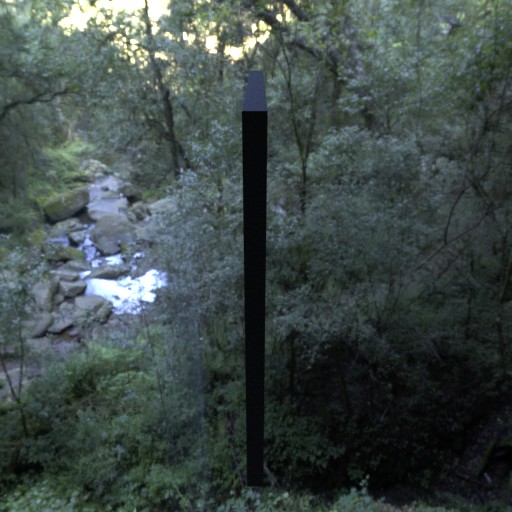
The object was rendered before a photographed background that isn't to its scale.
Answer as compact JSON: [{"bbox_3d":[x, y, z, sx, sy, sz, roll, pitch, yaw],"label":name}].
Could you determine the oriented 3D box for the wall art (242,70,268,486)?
[{"bbox_3d":[0.000,0.000,0.694,0.023,0.505,0.428,0,27,0],"label":"wall art"}]
